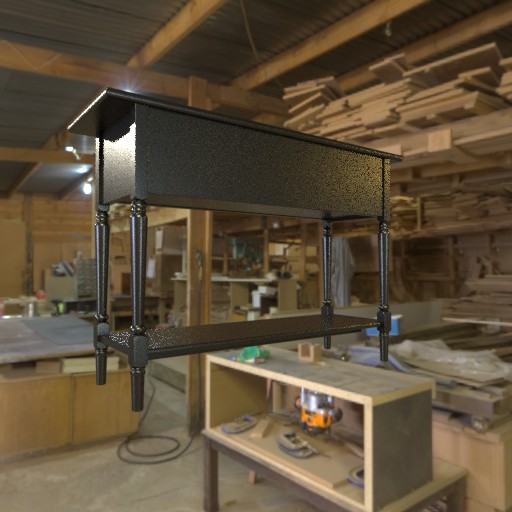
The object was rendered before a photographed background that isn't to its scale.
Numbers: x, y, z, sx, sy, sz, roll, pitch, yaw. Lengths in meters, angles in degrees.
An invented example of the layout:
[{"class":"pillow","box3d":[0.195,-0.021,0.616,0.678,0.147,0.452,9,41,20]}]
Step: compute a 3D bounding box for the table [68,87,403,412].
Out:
[{"class":"table","box3d":[0.000,0.000,1.586,1.191,0.819,0.386,1,-1,-36]}]
